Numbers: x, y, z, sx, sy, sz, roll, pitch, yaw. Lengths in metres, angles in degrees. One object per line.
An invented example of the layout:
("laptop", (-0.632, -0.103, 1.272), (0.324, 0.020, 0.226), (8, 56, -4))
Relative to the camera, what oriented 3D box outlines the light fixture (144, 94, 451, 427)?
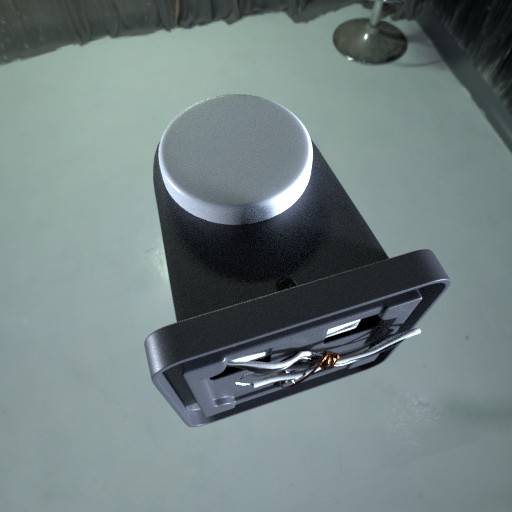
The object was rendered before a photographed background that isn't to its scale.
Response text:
("light fixture", (0.000, 0.000, 0.216), (0.109, 0.109, 0.132), (-16, 61, -9))
